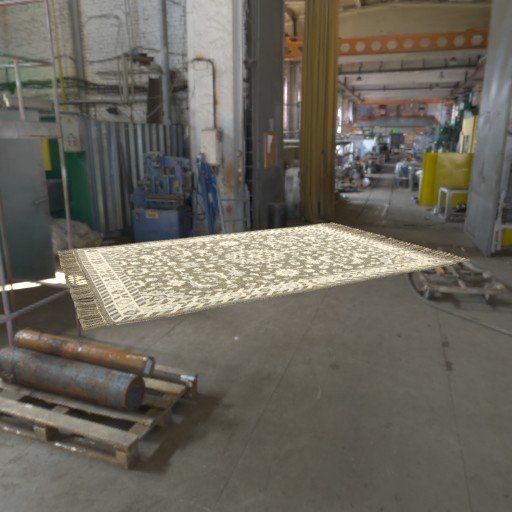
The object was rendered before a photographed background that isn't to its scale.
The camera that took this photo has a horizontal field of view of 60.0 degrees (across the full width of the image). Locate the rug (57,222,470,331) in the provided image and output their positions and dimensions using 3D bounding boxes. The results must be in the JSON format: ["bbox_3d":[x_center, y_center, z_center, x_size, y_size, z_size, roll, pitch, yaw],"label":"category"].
[{"bbox_3d":[0.000,0.000,3.047,2.431,0.025,1.530,-8,17,-26],"label":"rug"}]
